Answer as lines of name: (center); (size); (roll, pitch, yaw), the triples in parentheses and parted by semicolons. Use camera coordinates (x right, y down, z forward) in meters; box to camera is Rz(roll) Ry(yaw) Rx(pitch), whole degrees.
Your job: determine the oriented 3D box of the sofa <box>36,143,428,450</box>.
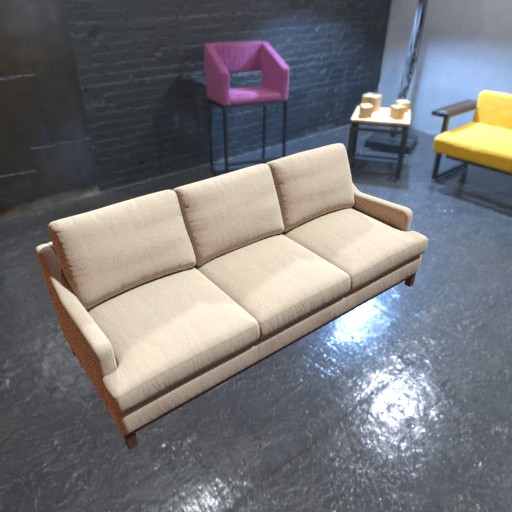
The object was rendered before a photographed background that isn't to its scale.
sofa: (0.000, 0.000, 2.813); (2.321, 0.913, 1.000); (-22, 38, -31)
